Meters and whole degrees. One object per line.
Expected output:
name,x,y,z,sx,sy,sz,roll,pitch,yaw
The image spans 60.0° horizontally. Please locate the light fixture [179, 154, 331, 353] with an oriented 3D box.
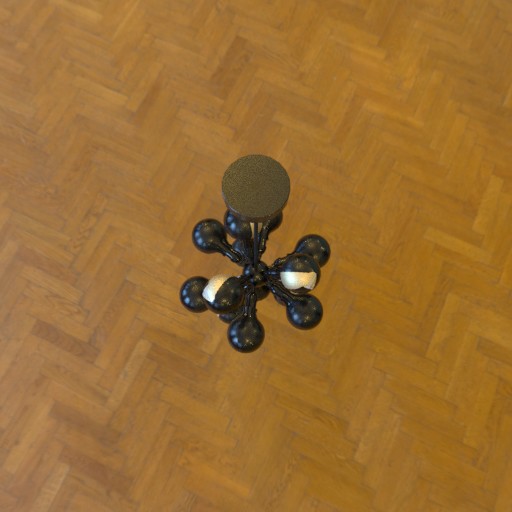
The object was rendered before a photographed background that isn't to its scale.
light fixture,0.000,0.000,1.122,0.468,0.859,0.420,-20,76,-5
